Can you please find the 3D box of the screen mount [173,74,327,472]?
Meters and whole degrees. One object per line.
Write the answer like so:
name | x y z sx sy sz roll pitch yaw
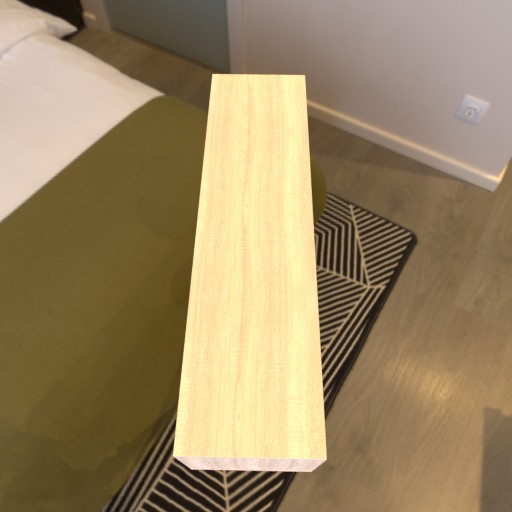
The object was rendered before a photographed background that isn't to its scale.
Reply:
screen mount | 0.000 0.000 1.736 0.401 0.509 1.500 1 60 1
